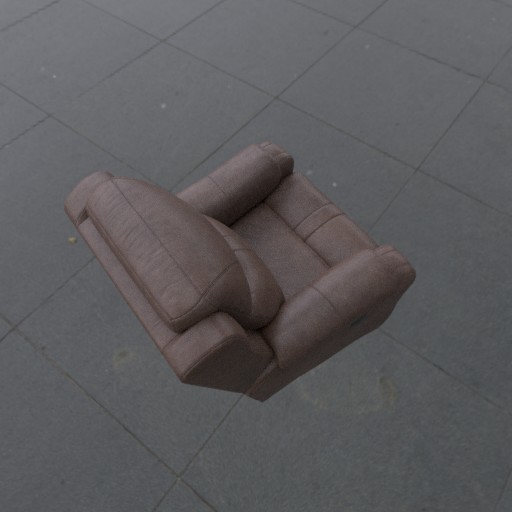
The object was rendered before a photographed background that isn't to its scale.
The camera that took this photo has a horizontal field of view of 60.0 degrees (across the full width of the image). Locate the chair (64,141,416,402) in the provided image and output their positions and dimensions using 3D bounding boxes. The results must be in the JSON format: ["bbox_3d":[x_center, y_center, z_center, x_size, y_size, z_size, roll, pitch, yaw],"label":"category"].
[{"bbox_3d":[0.000,0.000,1.800,1.067,0.990,0.940,-33,63,-19],"label":"chair"}]
